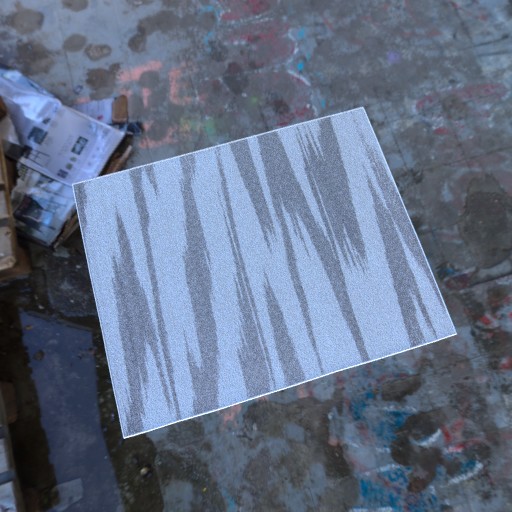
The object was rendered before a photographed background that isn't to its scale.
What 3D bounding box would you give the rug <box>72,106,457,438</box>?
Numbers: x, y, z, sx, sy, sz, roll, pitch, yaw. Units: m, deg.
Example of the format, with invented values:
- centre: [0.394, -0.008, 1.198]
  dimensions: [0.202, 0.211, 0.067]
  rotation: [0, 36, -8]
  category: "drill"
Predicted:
- centre: [0.000, 0.000, 4.014]
  dimensions: [2.945, 0.014, 2.353]
  rotation: [-16, 75, -4]
  category: "rug"
